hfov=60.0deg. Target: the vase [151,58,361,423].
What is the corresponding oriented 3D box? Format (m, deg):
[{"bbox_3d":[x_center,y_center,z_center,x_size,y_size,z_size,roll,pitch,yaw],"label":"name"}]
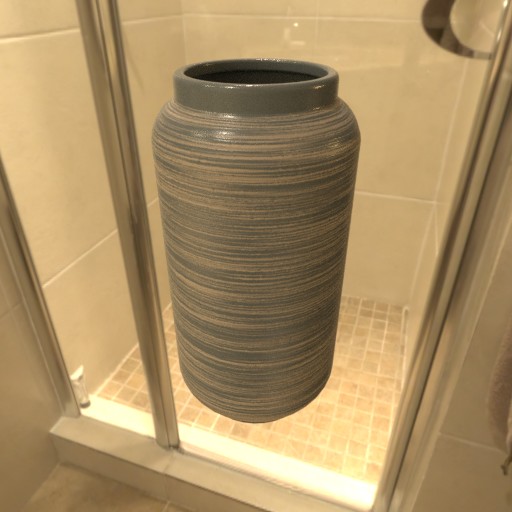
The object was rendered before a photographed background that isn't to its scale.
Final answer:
[{"bbox_3d":[0.000,0.000,0.293,0.116,0.230,0.116,0,32,0],"label":"vase"}]
